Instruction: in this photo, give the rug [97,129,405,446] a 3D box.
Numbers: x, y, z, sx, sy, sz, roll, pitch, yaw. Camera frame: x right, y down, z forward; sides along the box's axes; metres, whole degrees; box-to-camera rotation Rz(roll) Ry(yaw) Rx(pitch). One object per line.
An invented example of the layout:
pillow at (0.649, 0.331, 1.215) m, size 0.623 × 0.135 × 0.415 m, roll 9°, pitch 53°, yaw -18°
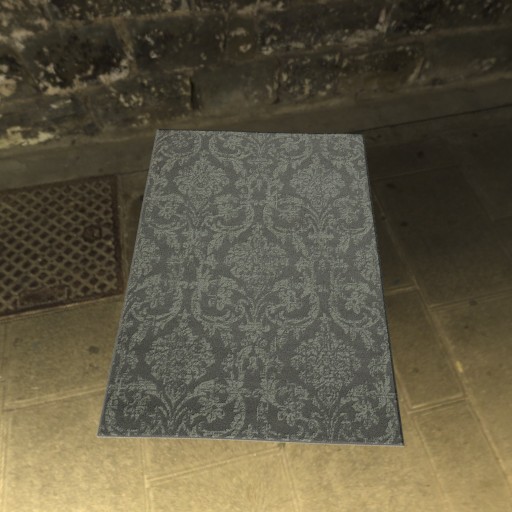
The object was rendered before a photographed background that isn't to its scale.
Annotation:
rug at (0.000, 0.000, 2.827) m, size 1.578 × 0.014 × 2.206 m, roll 1°, pitch 60°, yaw 1°
